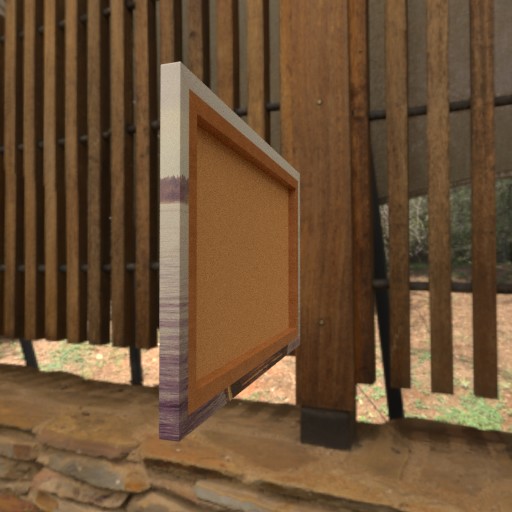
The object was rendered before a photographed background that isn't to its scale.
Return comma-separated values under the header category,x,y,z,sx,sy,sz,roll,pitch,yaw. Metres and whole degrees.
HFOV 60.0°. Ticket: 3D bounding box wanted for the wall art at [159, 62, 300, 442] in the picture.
category,x,y,z,sx,sy,sz,roll,pitch,yaw
wall art,0.000,0.000,1.149,0.037,0.609,0.916,0,-1,18
